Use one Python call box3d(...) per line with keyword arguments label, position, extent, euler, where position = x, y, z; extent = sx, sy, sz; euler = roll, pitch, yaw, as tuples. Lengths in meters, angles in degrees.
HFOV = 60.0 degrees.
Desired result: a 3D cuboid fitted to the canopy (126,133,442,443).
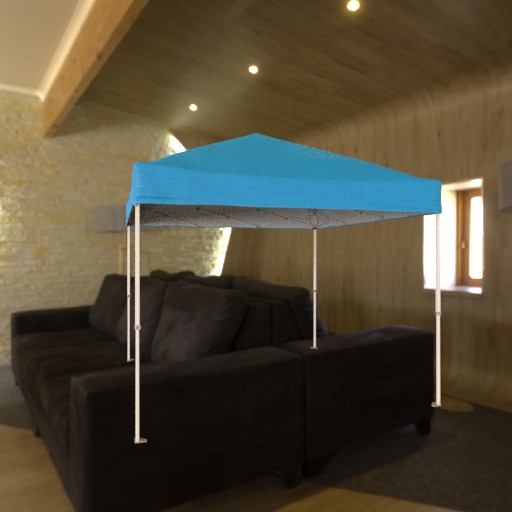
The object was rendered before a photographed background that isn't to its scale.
box3d(label="canopy", position=(0.000, 0.000, 5.407), extent=(2.998, 2.997, 2.996), euler=(0, 0, -17))
